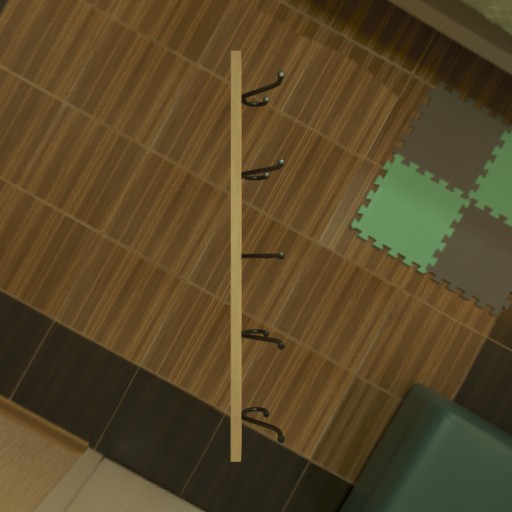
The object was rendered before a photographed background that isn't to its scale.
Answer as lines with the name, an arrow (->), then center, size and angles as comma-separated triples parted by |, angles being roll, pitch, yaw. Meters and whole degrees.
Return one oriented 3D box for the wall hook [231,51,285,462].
wall hook -> 0.000, 0.000, 0.619 | 0.071, 0.117, 0.571 | 0, 90, -1
